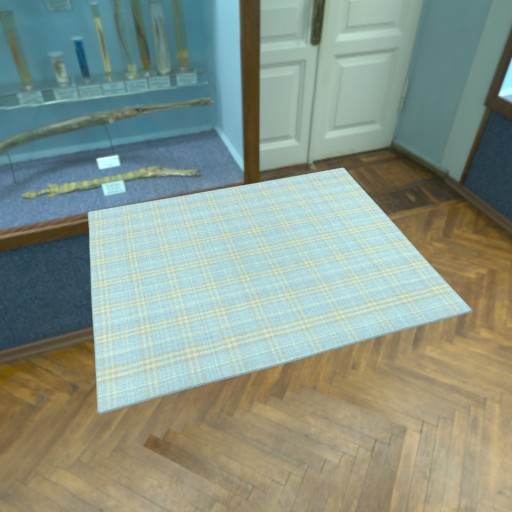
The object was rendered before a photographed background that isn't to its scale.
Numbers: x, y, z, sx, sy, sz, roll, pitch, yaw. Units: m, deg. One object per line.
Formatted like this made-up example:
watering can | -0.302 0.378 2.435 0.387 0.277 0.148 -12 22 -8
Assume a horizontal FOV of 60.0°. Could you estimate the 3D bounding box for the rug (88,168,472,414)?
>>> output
rug | 0.000 0.000 4.260 3.066 0.030 2.462 -12 43 -13
